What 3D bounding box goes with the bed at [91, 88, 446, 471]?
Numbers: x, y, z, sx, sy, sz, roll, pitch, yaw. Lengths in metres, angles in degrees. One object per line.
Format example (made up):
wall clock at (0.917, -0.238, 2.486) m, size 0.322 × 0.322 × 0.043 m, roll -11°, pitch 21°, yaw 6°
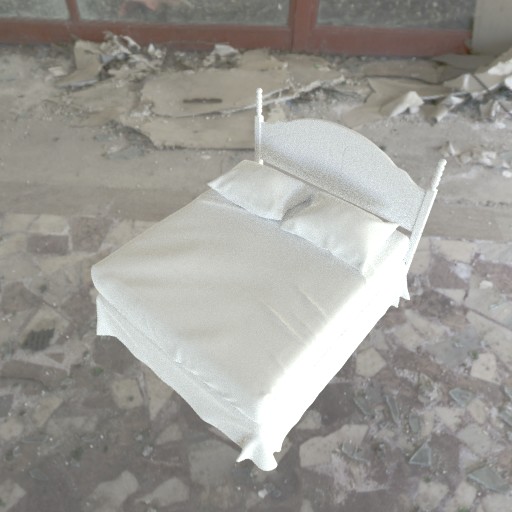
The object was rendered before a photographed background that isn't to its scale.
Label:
bed at (0.000, 0.000, 3.260) m, size 1.873 × 1.356 × 2.040 m, roll 32°, pitch 54°, yaw 27°
